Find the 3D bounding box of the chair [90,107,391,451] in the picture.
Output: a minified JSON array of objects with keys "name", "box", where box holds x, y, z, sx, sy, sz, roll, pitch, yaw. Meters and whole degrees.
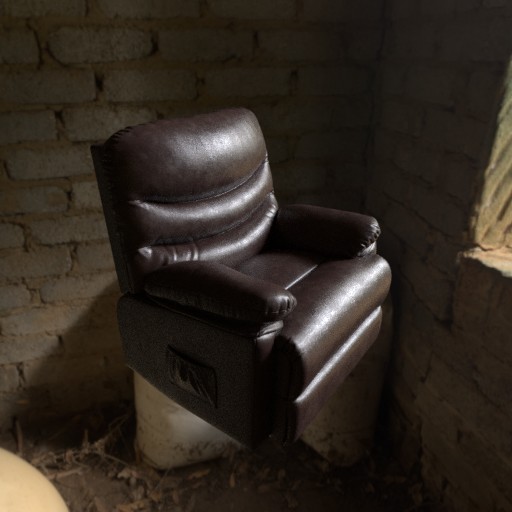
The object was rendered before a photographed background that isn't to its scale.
[{"name":"chair","box":[0.000,0.000,1.768,0.879,1.041,0.940,17,30,32]}]
